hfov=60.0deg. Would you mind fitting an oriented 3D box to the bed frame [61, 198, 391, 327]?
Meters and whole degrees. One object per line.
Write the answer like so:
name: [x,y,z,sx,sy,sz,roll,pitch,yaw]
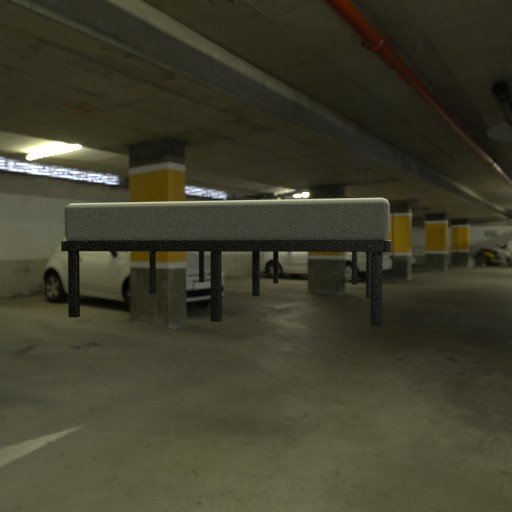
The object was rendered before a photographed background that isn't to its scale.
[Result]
bed frame: [0.000,0.000,3.764,2.205,0.680,2.842,0,1,17]
